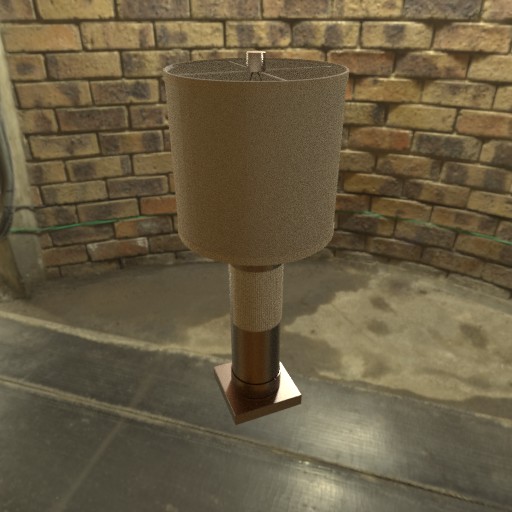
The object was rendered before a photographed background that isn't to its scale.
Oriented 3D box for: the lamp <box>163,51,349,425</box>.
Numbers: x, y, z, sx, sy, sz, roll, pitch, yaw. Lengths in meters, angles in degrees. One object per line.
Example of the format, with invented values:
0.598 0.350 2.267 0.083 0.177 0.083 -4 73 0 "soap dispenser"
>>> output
0.000 0.000 0.607 0.202 0.509 0.202 -11 32 -19 "lamp"
